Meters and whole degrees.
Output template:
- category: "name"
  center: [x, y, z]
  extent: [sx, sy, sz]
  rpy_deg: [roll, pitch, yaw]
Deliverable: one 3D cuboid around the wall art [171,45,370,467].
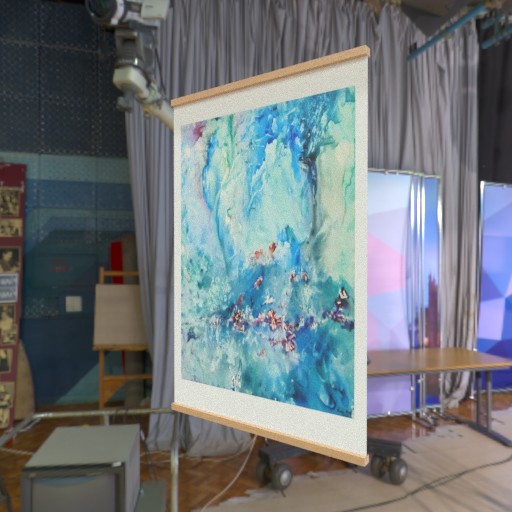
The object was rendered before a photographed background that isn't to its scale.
- category: "wall art"
  center: [0.000, 0.000, 0.766]
  extent: [0.401, 0.611, 0.016]
  rpy_deg: [0, 1, 36]
